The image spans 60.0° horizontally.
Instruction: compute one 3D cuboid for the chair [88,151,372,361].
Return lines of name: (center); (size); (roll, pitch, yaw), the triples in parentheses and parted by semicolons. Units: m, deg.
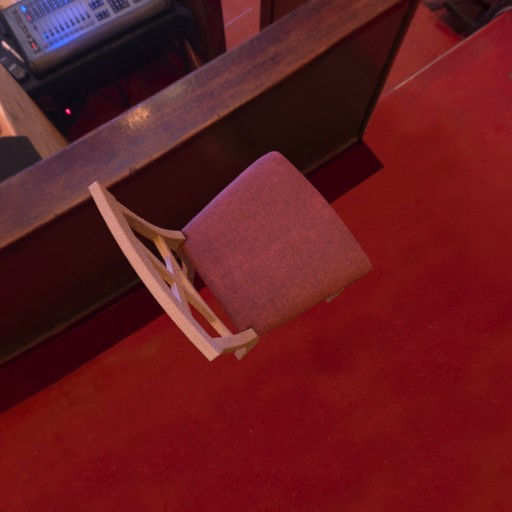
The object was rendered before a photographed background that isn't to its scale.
chair: (0.000, 0.000, 1.210); (0.492, 0.912, 0.439); (-36, 78, -9)
